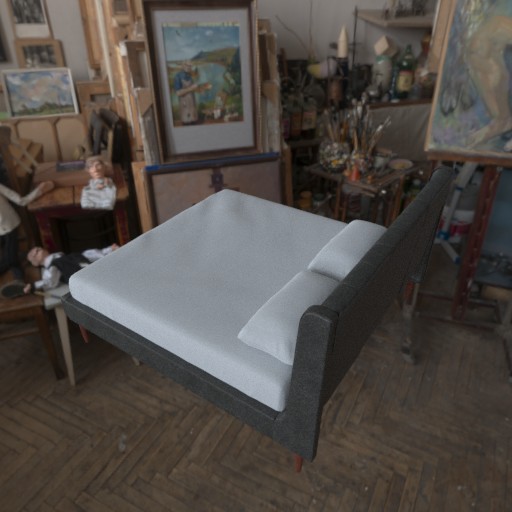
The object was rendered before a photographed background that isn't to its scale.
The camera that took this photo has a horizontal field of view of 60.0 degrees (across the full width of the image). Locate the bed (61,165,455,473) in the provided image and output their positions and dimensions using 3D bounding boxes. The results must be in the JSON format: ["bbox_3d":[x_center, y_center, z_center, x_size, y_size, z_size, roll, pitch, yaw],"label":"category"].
[{"bbox_3d":[0.000,0.000,3.153,2.031,1.158,1.903,20,38,28],"label":"bed"}]
